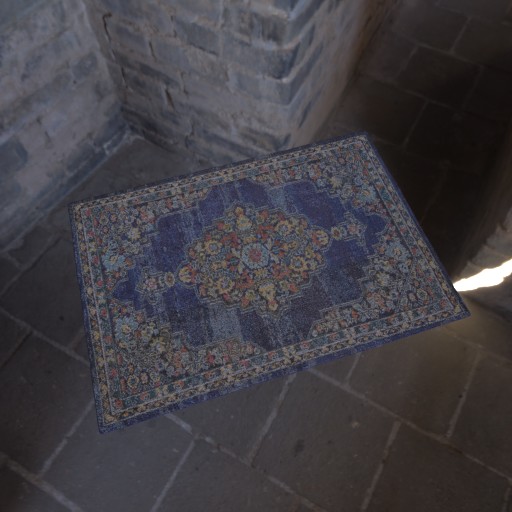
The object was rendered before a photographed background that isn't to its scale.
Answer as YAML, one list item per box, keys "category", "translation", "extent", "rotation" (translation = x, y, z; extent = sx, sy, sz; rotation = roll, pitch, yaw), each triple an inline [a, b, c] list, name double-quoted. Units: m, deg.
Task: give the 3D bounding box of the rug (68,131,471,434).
- category: "rug"
  translation: [0.000, 0.000, 3.754]
  extent: [2.940, 0.011, 2.053]
  rotation: [-16, 63, -8]
